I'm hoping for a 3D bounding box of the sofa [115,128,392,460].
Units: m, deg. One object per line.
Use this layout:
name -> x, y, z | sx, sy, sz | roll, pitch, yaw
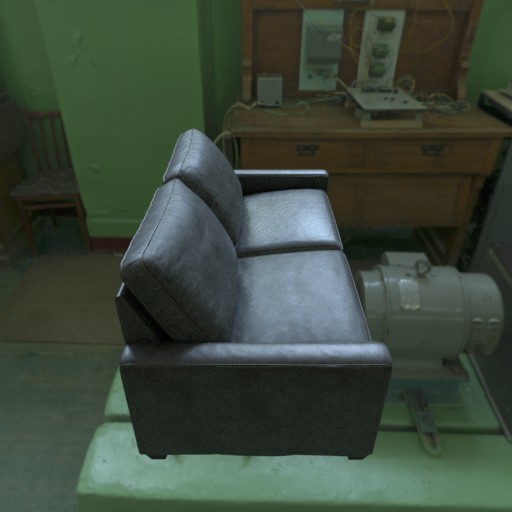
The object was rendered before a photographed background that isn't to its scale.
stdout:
sofa -> 0.000, 0.000, 2.259 | 0.939, 0.916, 1.732 | 0, 33, 0
